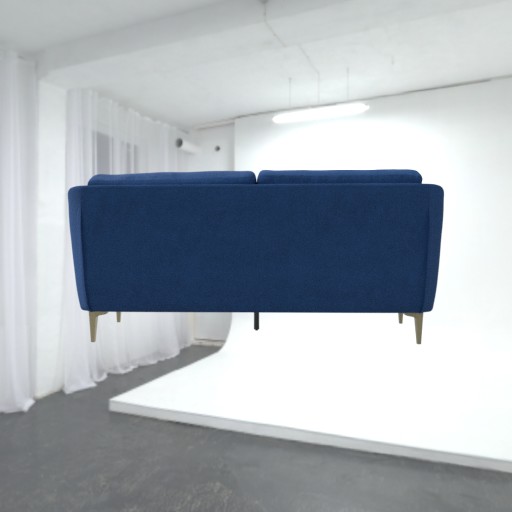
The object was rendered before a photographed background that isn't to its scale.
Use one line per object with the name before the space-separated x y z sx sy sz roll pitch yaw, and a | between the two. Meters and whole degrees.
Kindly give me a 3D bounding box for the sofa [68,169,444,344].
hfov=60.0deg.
sofa | 0.000 0.000 2.594 2.036 0.903 0.960 0 0 2
